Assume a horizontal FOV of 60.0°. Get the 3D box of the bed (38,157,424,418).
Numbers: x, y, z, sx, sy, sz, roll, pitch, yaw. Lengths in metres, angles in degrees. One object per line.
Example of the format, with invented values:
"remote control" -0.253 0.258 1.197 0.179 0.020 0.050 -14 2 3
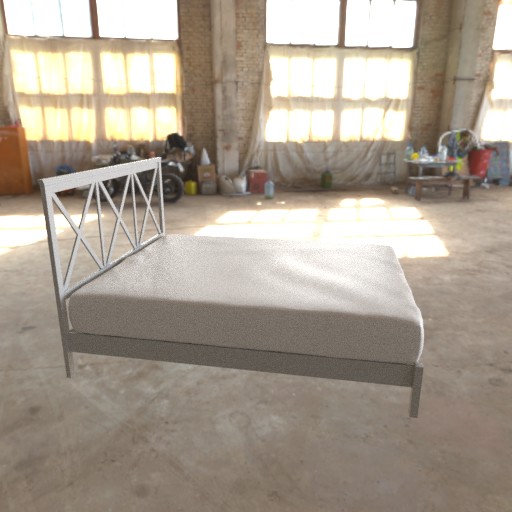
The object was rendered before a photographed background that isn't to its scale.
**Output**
"bed" 0.000 0.000 3.218 2.135 1.253 1.673 3 17 10
